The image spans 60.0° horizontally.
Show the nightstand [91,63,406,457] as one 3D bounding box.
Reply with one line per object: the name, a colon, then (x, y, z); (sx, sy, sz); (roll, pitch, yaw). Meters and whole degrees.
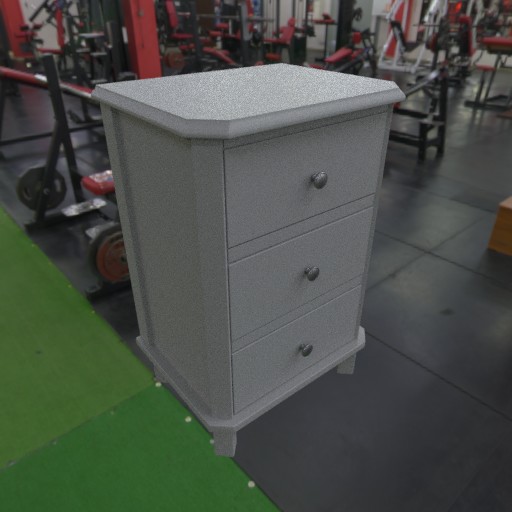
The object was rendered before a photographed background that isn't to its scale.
nightstand: (0.000, 0.000, 0.933); (0.450, 0.680, 0.350); (-22, 37, -32)
